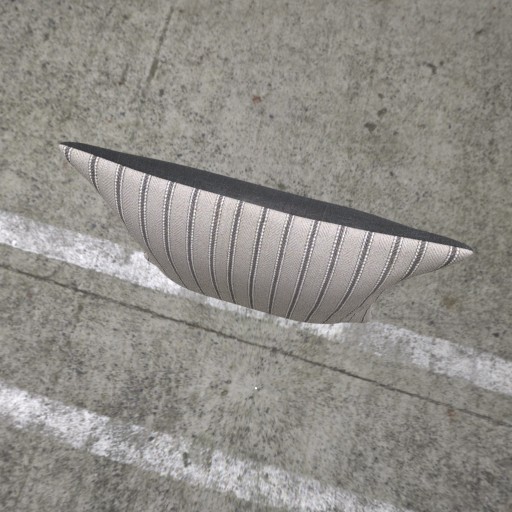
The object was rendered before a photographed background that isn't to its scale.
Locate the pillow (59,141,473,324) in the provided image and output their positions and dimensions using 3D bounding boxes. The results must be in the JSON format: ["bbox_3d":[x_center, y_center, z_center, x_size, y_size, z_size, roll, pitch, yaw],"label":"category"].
[{"bbox_3d":[0.000,0.000,0.681,0.468,0.444,0.138,15,74,5],"label":"pillow"}]
